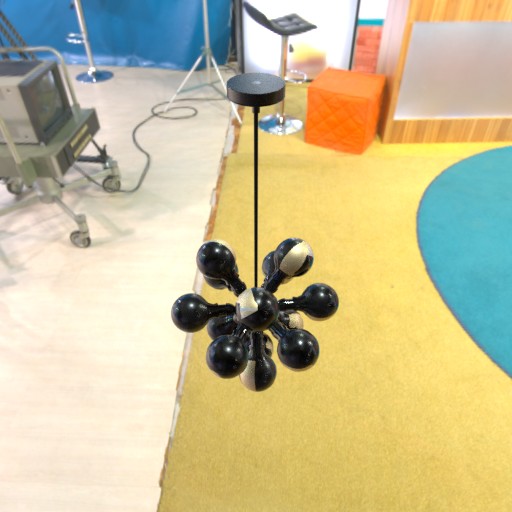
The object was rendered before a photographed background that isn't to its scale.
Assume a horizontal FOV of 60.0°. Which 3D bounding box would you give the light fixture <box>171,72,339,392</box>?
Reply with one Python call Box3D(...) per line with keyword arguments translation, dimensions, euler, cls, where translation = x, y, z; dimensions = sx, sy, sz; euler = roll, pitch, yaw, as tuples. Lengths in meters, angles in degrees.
Box3D(translation=(0.000, 0.000, 1.109), dimensions=(0.420, 0.859, 0.468), euler=(-26, 47, -27), cls="light fixture")
